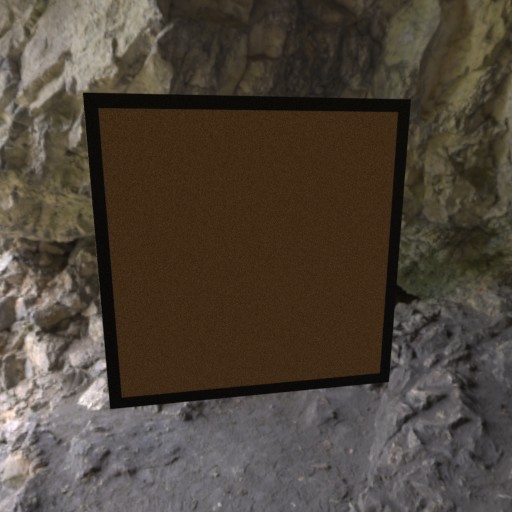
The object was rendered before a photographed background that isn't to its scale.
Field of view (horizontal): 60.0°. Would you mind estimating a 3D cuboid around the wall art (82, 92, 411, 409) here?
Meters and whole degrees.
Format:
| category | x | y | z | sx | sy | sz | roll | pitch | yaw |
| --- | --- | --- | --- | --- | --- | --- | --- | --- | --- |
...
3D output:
| category | x | y | z | sx | sy | sz | roll | pitch | yaw |
| --- | --- | --- | --- | --- | --- | --- | --- | --- | --- |
| wall art | 0.000 | 0.000 | 1.126 | 0.765 | 0.765 | 0.038 | -2 | 14 | -10 |
